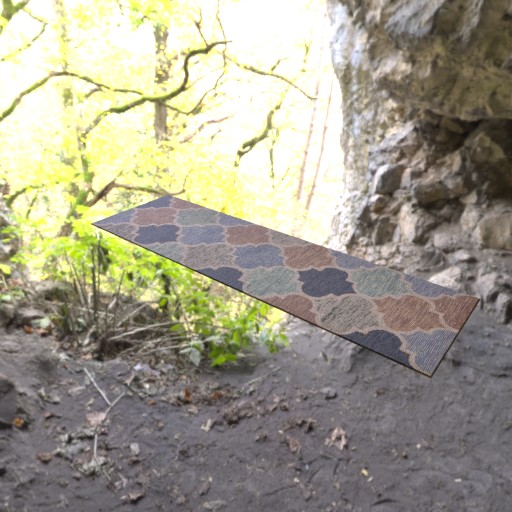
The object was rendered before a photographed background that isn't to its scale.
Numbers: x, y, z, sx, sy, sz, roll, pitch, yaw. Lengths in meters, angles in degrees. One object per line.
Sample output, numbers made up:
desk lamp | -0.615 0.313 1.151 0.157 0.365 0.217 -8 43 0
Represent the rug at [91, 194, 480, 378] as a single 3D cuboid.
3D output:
rug | 0.000 0.000 2.579 2.287 0.011 0.687 21 35 33
